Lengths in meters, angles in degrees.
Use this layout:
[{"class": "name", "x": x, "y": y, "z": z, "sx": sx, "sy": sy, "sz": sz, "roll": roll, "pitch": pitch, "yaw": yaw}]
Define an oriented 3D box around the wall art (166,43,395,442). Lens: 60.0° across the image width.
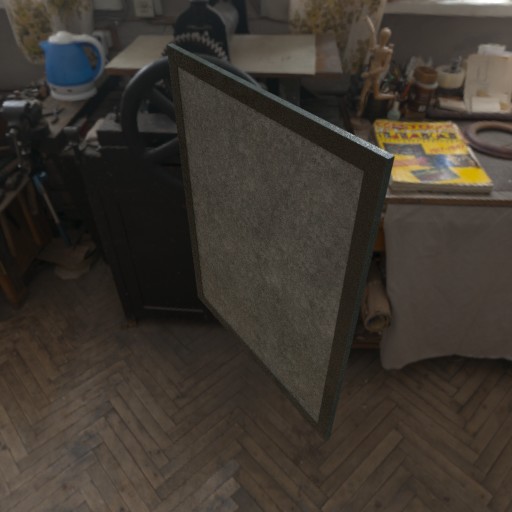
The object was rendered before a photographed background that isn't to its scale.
[{"class": "wall art", "x": 0.000, "y": 0.000, "z": 1.287, "sx": 0.030, "sy": 0.983, "sz": 0.767, "roll": -26, "pitch": 48, "yaw": -26}]
